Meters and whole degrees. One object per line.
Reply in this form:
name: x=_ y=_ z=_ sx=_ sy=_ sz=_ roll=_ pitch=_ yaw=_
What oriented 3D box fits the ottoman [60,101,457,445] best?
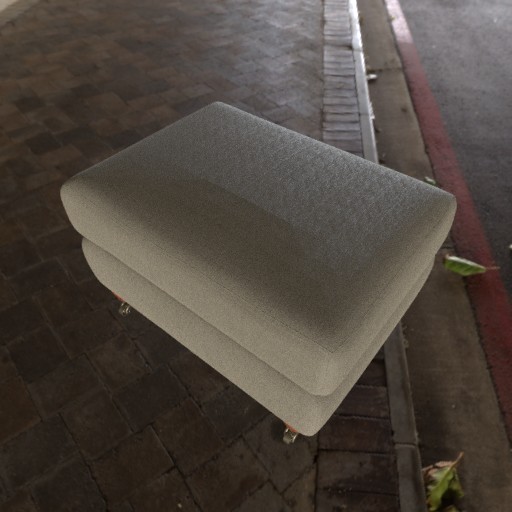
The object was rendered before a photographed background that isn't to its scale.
ottoman: x=0.000 y=0.000 z=1.155 sx=0.773 sy=0.504 sz=0.569 roll=30 pitch=53 yaw=26
